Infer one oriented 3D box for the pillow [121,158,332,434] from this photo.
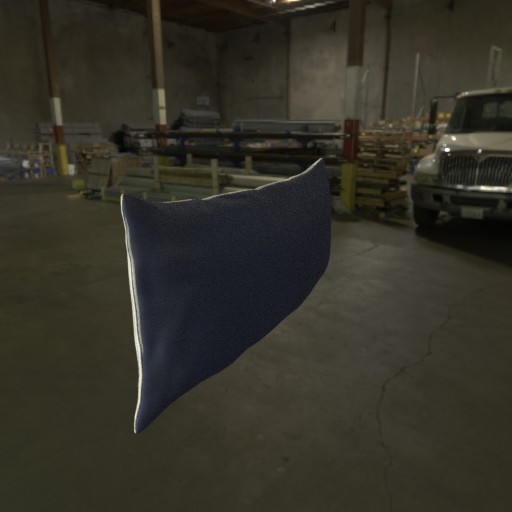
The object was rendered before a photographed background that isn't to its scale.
[{"bbox_3d":[0.000,0.000,0.737,0.151,0.287,0.610,8,18,26],"label":"pillow"}]
